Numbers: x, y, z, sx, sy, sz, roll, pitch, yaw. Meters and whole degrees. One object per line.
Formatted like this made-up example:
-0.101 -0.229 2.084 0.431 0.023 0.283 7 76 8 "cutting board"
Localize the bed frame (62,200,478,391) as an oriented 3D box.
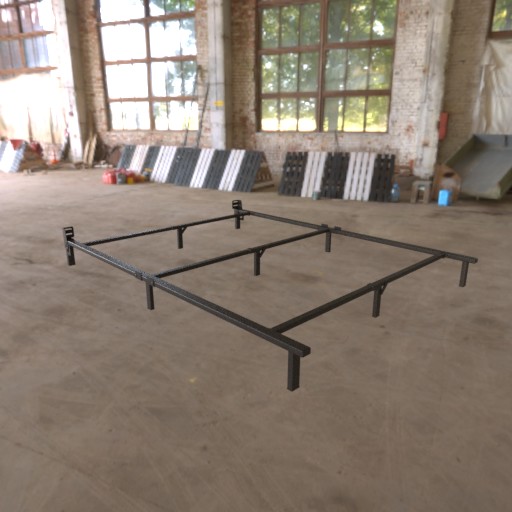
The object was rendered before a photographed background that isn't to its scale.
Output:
0.000 0.000 2.651 1.498 0.248 1.990 -16 23 -41 "bed frame"
